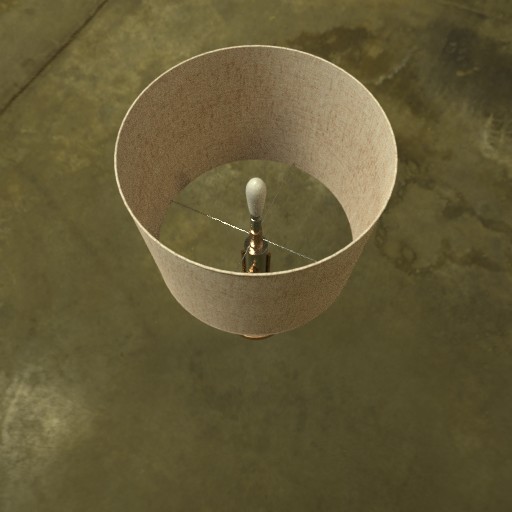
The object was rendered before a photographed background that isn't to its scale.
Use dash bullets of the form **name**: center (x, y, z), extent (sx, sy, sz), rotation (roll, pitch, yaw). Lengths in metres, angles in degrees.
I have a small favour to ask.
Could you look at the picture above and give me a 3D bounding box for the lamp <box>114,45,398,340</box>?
- **lamp**: center (0.000, 0.000, 0.783), extent (0.321, 0.610, 0.321), rotation (-17, 67, -7)
